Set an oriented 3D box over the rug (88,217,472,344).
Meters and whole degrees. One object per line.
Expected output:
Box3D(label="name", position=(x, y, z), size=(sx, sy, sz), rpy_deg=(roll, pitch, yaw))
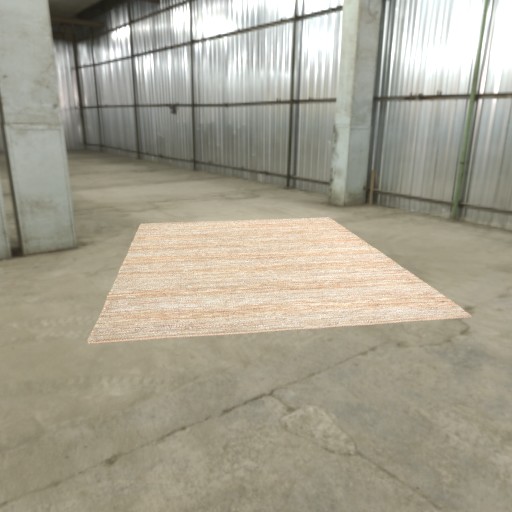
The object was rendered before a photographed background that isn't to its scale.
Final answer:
Box3D(label="rug", position=(0.000, 0.000, 3.958), size=(2.313, 0.009, 2.939), rpy_deg=(-3, 17, -8))
